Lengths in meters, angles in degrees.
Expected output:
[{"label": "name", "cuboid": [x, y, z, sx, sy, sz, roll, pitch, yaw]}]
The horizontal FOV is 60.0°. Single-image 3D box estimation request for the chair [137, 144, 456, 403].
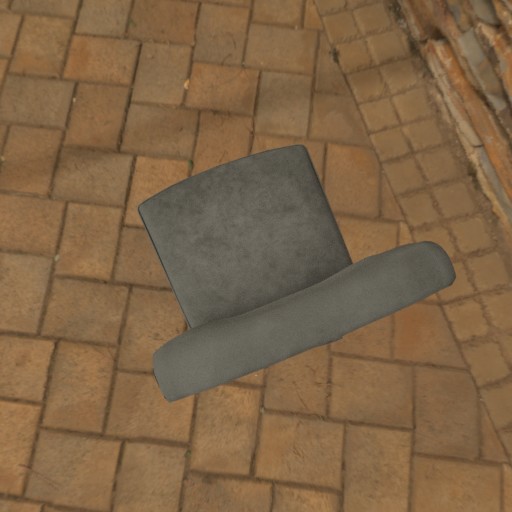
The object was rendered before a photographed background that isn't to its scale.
[{"label": "chair", "cuboid": [0.000, 0.000, 1.152, 0.521, 0.806, 0.554, -21, 76, -6]}]
